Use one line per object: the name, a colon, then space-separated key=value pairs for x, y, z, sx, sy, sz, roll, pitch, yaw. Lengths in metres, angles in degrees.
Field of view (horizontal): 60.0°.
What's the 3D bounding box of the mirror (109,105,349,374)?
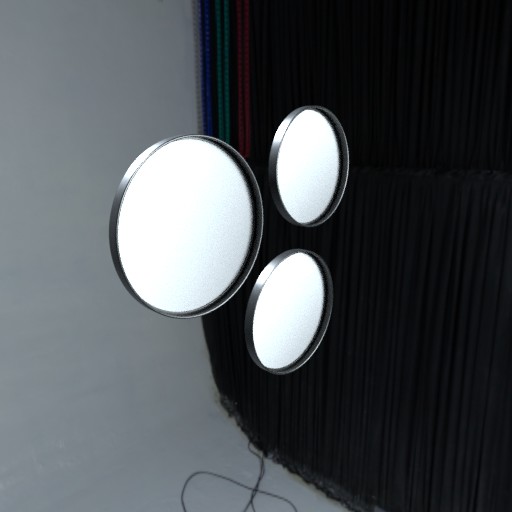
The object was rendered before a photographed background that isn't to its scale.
mirror: x=0.000 y=0.000 z=3.147 sx=0.076 sy=2.096 sz=2.160 roll=13 pitch=19 yaw=43
